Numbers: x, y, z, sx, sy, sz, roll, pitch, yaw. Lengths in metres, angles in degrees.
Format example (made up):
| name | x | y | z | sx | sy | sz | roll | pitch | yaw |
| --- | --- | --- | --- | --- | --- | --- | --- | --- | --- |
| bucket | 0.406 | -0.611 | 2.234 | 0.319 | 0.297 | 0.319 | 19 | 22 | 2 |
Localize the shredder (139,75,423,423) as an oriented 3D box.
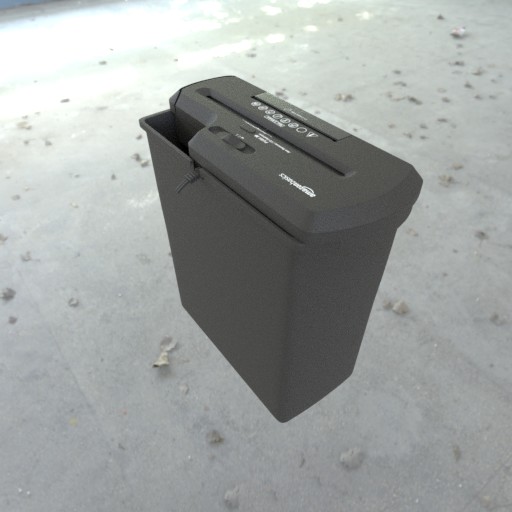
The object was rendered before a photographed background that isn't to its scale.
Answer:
| name | x | y | z | sx | sy | sz | roll | pitch | yaw |
| --- | --- | --- | --- | --- | --- | --- | --- | --- | --- |
| shredder | 0.000 | 0.000 | 0.536 | 0.170 | 0.335 | 0.320 | -26 | 47 | -27 |
